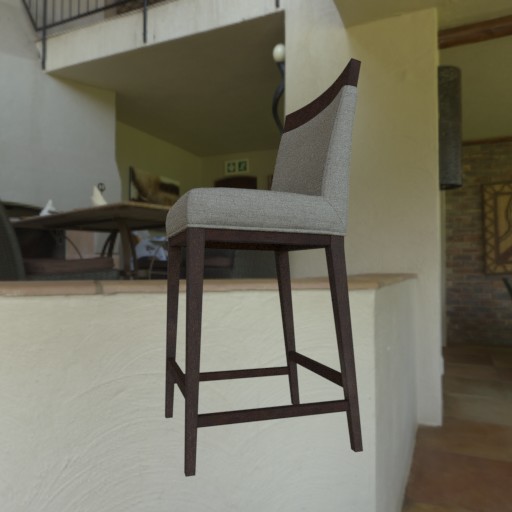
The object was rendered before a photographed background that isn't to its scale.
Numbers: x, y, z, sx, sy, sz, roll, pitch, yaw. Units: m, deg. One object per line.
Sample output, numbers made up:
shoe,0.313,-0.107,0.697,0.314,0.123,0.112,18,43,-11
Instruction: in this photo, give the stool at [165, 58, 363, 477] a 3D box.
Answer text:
stool,0.000,0.000,1.422,0.531,1.117,0.511,0,-2,-18
